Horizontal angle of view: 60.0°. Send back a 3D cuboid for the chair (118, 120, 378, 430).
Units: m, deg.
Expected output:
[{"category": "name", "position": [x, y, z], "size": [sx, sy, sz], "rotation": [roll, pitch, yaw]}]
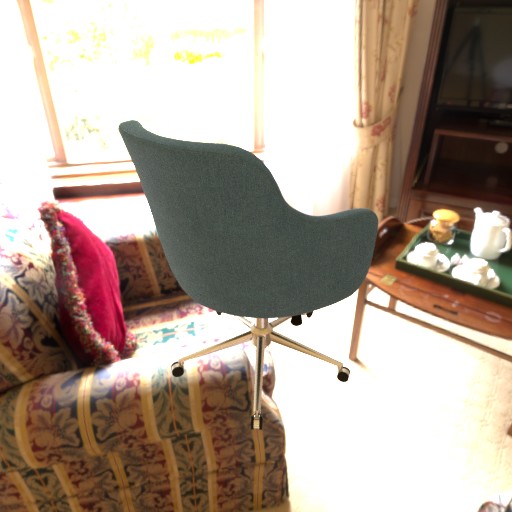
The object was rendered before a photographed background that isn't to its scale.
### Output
[{"category": "chair", "position": [0.000, 0.000, 1.266], "size": [0.599, 0.820, 0.655], "rotation": [23, 38, 33]}]
